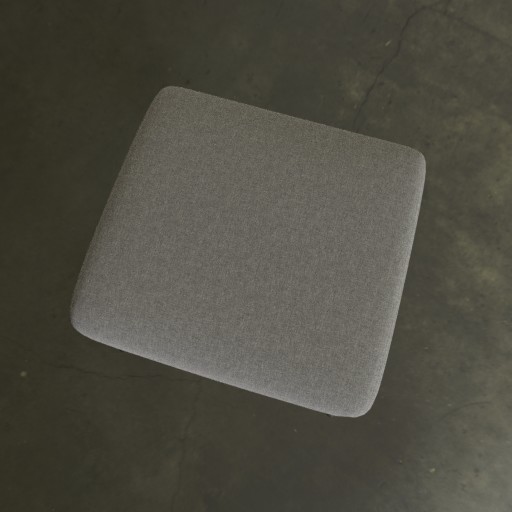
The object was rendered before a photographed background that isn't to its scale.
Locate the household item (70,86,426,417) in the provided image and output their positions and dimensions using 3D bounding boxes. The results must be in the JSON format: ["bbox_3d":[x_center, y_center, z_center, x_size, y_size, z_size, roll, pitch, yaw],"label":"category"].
[{"bbox_3d":[0.000,0.000,0.909,0.530,0.410,0.530,16,75,4],"label":"household item"}]
